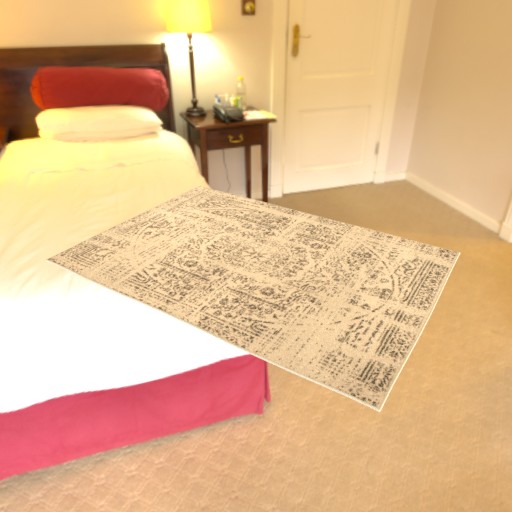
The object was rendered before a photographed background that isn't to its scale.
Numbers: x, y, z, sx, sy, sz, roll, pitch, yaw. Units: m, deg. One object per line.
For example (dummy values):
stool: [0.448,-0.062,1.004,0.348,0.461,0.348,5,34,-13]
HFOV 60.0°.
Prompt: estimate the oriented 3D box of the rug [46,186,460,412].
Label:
rug: [0.000,0.000,3.157,2.438,0.026,1.706,18,35,28]
